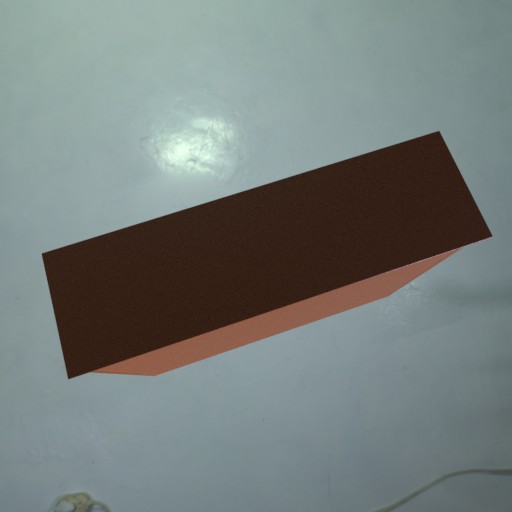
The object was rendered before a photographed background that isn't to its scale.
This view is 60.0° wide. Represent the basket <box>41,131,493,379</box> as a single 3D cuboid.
[{"bbox_3d":[0.000,0.000,1.128,0.792,0.625,0.376,-18,75,-5],"label":"basket"}]
